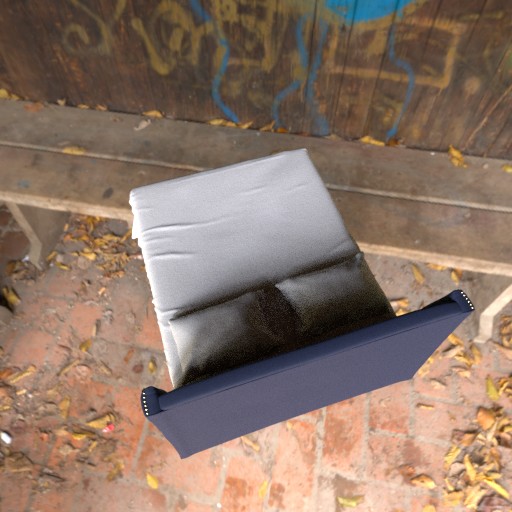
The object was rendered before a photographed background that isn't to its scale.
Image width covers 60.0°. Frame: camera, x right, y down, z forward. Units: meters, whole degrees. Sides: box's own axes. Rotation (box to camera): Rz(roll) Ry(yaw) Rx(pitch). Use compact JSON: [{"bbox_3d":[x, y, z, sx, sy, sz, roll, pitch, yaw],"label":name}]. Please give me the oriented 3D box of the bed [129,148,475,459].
[{"bbox_3d":[0.000,0.000,3.471,1.925,1.332,2.276,-15,59,-10],"label":"bed"}]
